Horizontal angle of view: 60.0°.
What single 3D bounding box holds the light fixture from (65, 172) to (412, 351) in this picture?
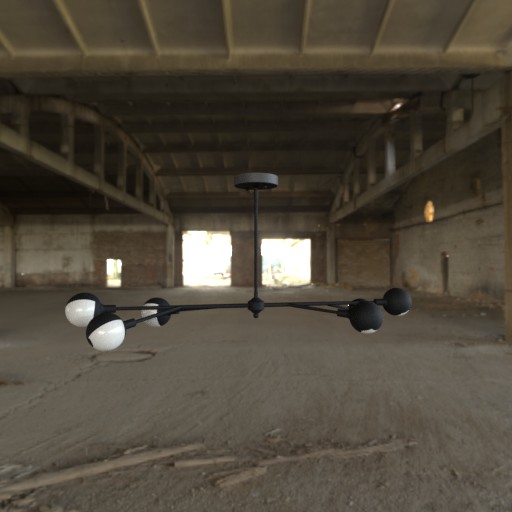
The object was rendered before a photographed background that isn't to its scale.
[{"bbox_3d":[0.000,0.000,1.014,0.778,0.362,0.434,0,-1,0],"label":"light fixture"}]
